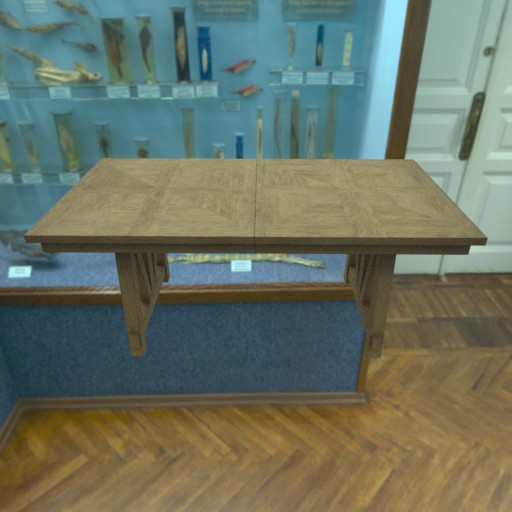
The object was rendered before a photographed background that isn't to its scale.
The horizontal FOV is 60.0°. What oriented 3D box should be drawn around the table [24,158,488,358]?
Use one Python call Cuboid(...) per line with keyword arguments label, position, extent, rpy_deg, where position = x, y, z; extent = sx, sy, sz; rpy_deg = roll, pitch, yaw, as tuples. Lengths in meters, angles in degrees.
Cuboid(label="table", position=(0.000, 0.000, 2.428), extent=(1.881, 0.768, 1.016), rpy_deg=(0, 30, 1))
